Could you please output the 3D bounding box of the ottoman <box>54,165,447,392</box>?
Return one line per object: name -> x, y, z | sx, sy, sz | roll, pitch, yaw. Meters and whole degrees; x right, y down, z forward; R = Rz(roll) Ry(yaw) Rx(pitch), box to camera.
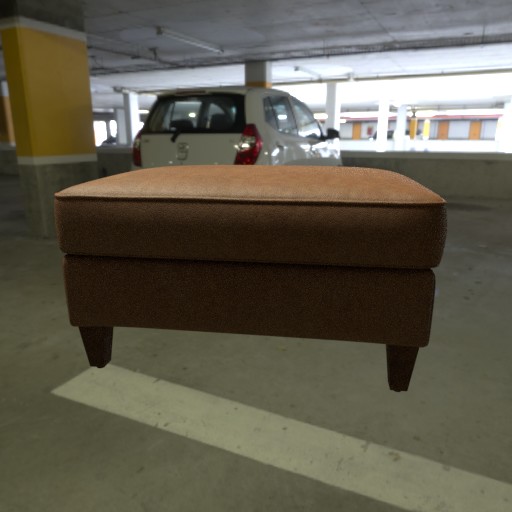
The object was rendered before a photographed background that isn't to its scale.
ottoman -> 0.000, 0.000, 1.217 | 0.864, 0.483, 0.584 | 2, 15, 8
